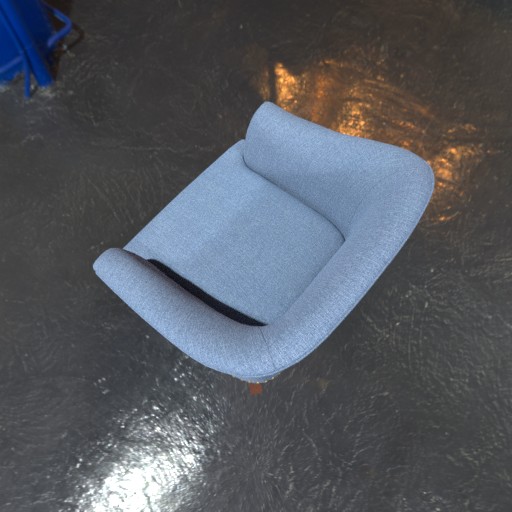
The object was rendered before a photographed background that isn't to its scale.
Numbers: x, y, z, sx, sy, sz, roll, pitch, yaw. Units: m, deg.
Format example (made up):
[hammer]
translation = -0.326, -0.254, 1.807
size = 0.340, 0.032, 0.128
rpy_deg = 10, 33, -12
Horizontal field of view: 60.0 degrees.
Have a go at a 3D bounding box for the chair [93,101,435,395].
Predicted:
[chair]
translation = 0.000, 0.000, 1.388
size = 0.704, 0.815, 0.772
rpy_deg = 36, 70, 16
